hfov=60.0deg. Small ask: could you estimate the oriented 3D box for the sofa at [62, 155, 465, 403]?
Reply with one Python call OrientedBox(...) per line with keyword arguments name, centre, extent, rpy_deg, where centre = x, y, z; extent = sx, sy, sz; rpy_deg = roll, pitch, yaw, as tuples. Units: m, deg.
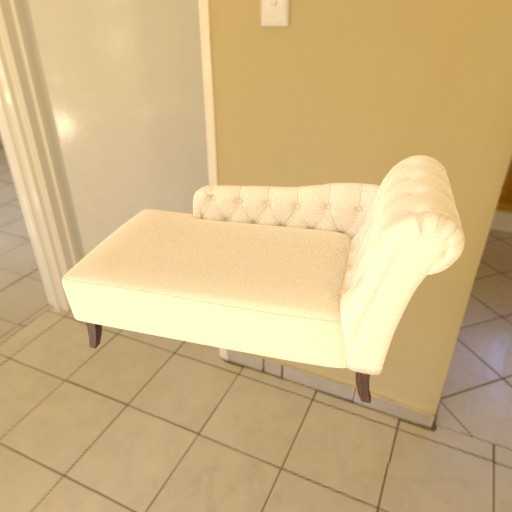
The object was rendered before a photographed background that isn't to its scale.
OrientedBox(name="sofa", centre=(0.000, 0.000, 1.802), extent=(1.379, 0.787, 0.675), rpy_deg=(8, 31, 13))
